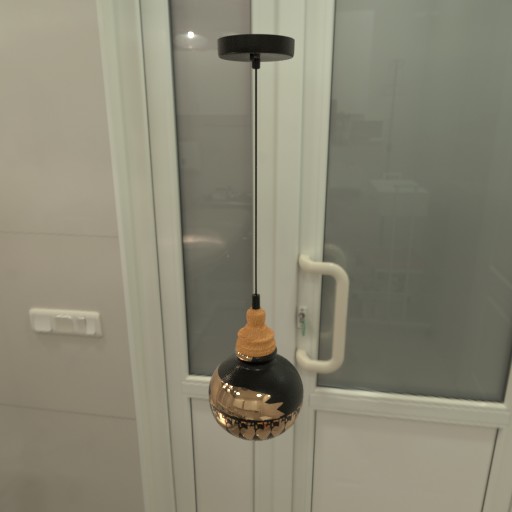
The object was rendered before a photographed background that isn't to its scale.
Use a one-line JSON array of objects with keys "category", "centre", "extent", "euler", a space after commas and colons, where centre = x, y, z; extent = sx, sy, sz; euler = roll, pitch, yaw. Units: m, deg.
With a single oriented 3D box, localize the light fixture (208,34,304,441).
[{"category": "light fixture", "centre": [0.000, 0.000, 1.819], "extent": [0.430, 1.606, 0.430], "euler": [3, 18, 9]}]
